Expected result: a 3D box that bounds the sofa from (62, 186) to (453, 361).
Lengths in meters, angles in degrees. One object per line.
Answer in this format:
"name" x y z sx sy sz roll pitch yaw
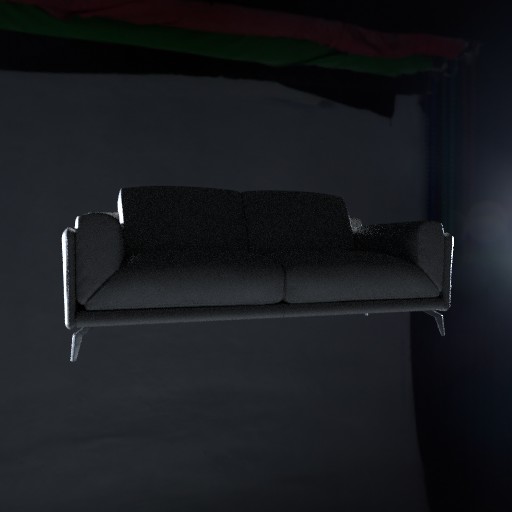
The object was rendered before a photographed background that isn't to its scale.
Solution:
"sofa" 0.000 0.000 2.738 2.101 0.930 1.049 0 1 -17
